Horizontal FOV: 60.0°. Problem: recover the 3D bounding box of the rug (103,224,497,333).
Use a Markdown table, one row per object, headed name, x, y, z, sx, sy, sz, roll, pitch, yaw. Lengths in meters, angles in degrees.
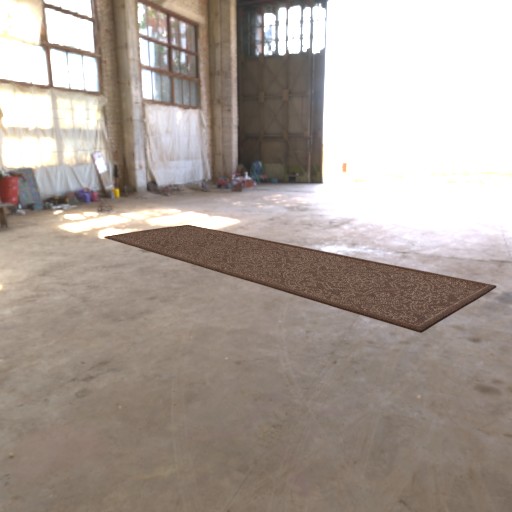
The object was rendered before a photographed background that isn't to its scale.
| name | x | y | z | sx | sy | sz | roll | pitch | yaw |
| --- | --- | --- | --- | --- | --- | --- | --- | --- | --- |
| rug | 0.000 | 0.000 | 2.663 | 0.769 | 0.012 | 2.448 | -13 | 19 | -43 |
